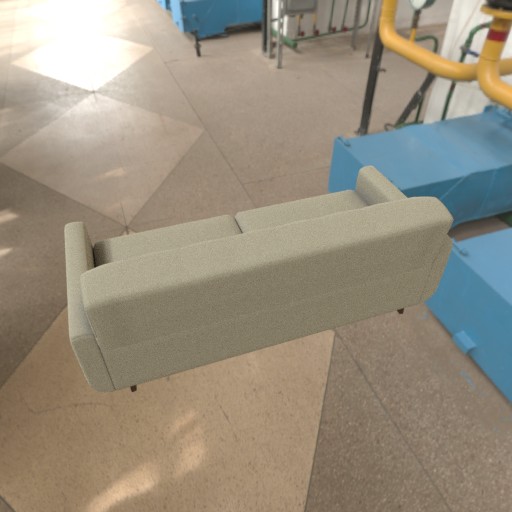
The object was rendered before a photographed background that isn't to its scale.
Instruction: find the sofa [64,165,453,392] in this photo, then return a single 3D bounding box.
[{"bbox_3d":[0.000,0.000,2.711,2.137,0.892,0.980,-13,43,-14],"label":"sofa"}]
